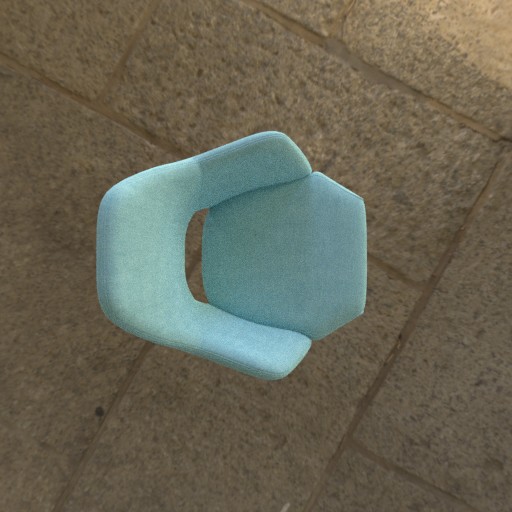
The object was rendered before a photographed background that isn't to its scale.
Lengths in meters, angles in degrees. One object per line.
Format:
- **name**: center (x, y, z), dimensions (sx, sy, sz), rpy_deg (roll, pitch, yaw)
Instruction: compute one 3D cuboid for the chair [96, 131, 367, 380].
- **chair**: center (0.000, 0.000, 1.259), dimensions (0.610, 0.840, 0.590), rpy_deg (0, 90, 1)
